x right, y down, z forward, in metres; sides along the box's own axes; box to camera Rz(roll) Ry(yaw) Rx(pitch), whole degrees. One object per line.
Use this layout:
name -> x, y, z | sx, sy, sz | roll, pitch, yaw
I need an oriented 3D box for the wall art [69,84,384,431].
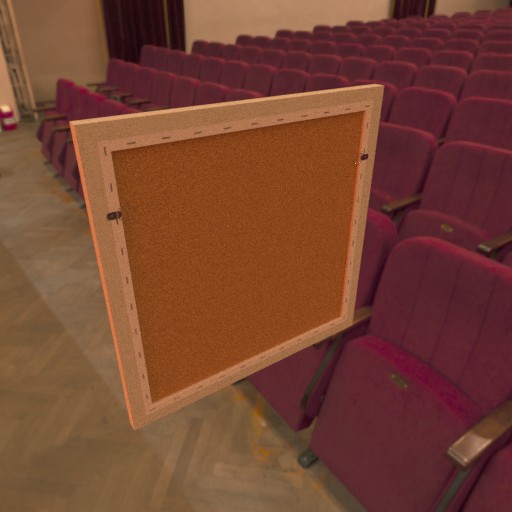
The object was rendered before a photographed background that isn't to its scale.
wall art -> 0.000, 0.000, 1.509 | 1.016, 1.016, 0.045 | -18, 34, -29
